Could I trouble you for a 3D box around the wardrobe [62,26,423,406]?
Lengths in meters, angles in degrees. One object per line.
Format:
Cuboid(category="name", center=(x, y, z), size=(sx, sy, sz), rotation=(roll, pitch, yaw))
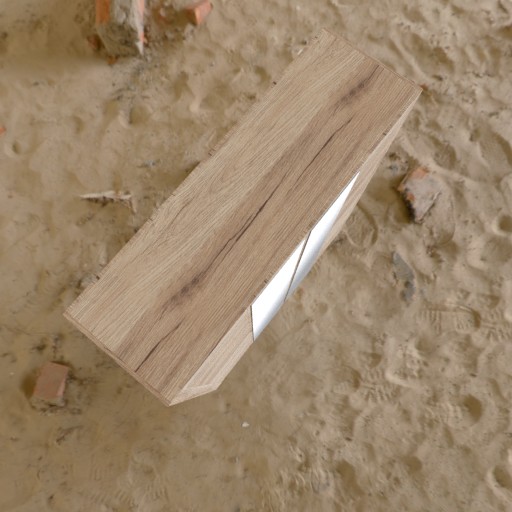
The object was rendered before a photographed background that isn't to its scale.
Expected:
Cuboid(category="wardrobe", center=(0.000, 0.000, 2.940), size=(0.580, 2.070, 1.810), rotation=(37, 78, 9))
